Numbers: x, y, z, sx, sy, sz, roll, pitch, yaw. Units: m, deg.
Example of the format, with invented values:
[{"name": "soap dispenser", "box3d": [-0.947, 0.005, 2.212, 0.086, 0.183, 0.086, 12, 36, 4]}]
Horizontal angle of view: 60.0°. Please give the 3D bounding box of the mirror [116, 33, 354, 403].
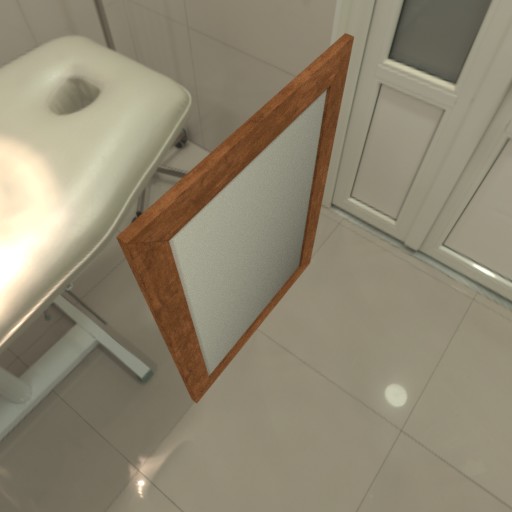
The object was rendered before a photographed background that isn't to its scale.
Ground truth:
[{"name": "mirror", "box3d": [0.000, 0.000, 1.419, 0.028, 1.099, 0.796, 32, 63, 19]}]
